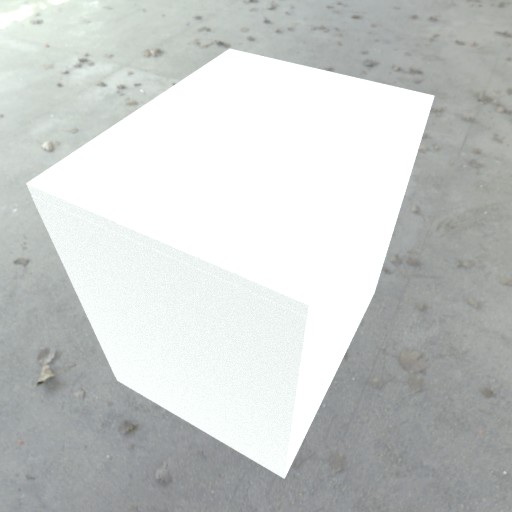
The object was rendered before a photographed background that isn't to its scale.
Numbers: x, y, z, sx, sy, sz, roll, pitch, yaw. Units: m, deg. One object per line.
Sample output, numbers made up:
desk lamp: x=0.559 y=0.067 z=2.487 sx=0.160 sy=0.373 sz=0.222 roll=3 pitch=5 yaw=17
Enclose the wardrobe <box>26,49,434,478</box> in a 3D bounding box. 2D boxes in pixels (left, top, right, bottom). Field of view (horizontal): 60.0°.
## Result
wardrobe: x=0.000 y=0.000 z=0.841 sx=0.400 sy=0.520 sz=0.500 roll=22 pitch=50 yaw=20
